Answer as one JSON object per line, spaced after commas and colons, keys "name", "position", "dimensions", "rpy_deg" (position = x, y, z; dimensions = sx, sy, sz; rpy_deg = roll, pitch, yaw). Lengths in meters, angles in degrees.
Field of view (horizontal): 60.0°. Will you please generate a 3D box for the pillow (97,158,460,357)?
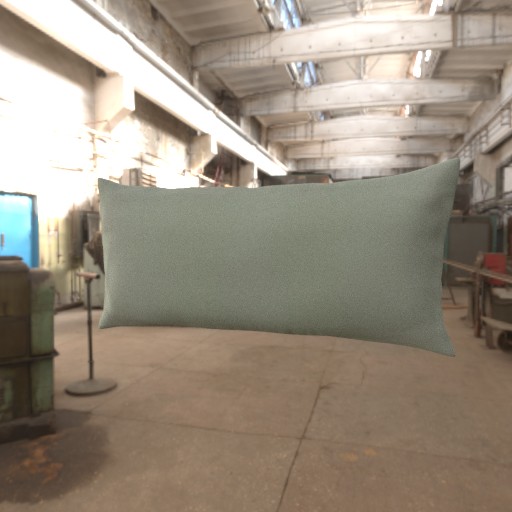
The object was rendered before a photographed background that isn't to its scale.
{"name": "pillow", "position": [0.000, 0.000, 0.729], "dimensions": [0.610, 0.287, 0.151], "rpy_deg": [1, 2, 17]}
